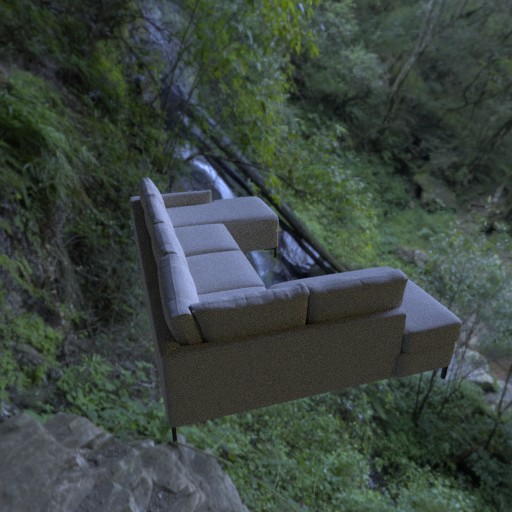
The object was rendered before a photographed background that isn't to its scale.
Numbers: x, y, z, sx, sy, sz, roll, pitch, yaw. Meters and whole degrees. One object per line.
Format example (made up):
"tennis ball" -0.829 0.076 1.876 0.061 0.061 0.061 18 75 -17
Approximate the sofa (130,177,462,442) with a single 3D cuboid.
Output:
"sofa" 0.000 0.000 3.951 1.989 0.862 2.984 -8 27 -16
